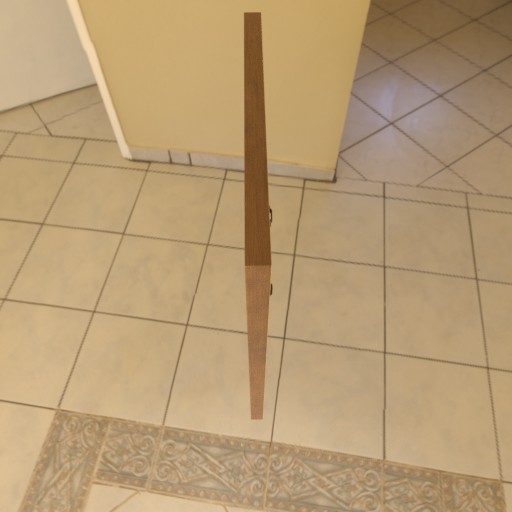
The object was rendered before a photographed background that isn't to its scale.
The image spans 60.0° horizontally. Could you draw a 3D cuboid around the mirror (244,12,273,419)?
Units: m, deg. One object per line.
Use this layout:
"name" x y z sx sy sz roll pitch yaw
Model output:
"mirror" 0.000 0.000 1.136 0.040 0.915 0.609 -1 58 -1
